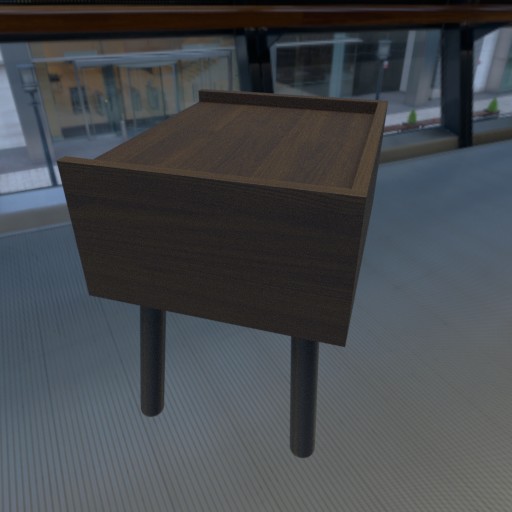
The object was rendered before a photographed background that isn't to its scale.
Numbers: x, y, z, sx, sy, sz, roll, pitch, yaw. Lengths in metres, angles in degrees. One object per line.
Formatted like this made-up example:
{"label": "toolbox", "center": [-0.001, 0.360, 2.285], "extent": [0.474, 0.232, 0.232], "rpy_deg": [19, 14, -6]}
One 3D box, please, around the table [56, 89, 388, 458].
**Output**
{"label": "table", "center": [0.000, 0.000, 0.798], "extent": [0.370, 0.470, 0.450], "rpy_deg": [9, 33, 14]}
